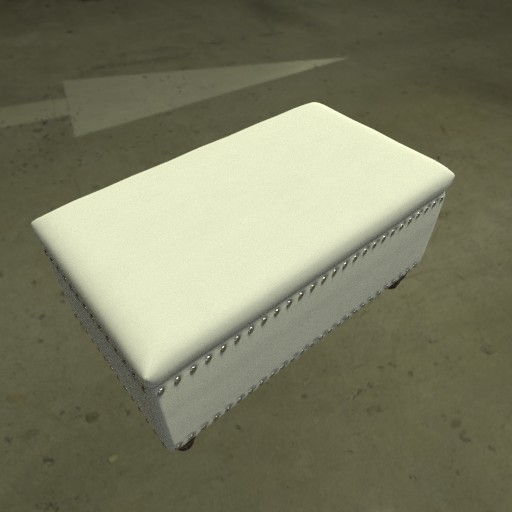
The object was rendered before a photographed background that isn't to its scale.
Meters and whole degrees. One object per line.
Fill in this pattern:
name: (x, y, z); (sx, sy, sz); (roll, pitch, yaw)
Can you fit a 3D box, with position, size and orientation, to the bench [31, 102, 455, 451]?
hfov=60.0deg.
bench: (0.000, 0.000, 1.176); (0.887, 0.449, 0.500); (-31, 53, -27)
